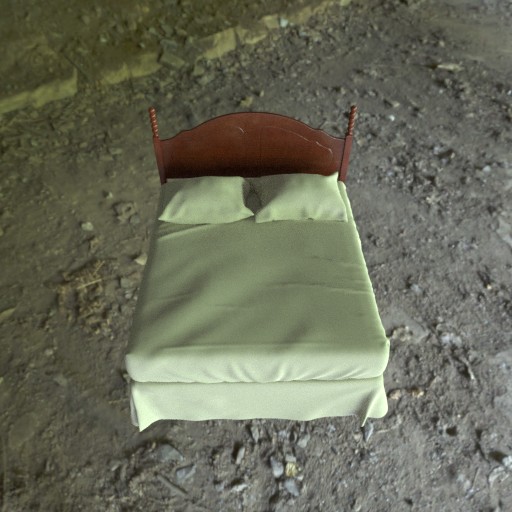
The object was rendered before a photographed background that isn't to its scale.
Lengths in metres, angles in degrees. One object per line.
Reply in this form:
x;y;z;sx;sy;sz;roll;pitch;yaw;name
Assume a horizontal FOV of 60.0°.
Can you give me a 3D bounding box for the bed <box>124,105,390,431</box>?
0.000;0.000;3.273;1.873;1.356;2.040;-1;45;-1;bed
